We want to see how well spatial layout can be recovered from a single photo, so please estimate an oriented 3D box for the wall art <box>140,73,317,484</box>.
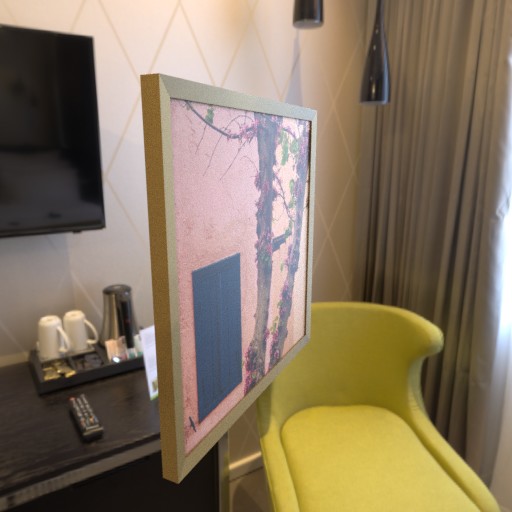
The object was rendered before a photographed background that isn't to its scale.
[{"bbox_3d":[0.000,0.000,1.130,0.038,0.762,0.762,7,15,26],"label":"wall art"}]
